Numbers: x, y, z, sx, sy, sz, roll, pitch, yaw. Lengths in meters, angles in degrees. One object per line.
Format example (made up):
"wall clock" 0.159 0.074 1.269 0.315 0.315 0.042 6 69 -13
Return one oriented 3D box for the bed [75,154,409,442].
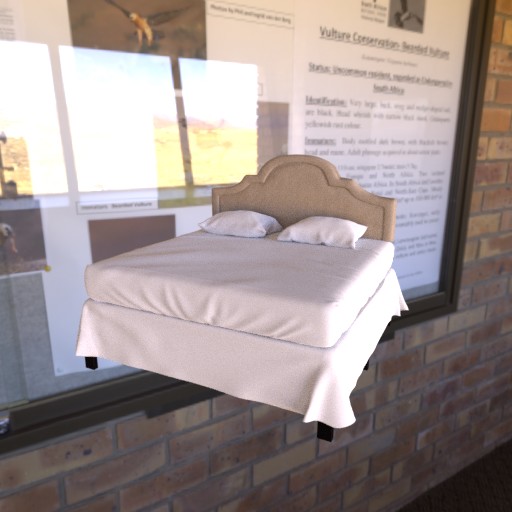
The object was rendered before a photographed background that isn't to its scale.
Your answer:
"bed" 0.000 0.000 3.770 2.303 1.631 2.222 7 16 26
